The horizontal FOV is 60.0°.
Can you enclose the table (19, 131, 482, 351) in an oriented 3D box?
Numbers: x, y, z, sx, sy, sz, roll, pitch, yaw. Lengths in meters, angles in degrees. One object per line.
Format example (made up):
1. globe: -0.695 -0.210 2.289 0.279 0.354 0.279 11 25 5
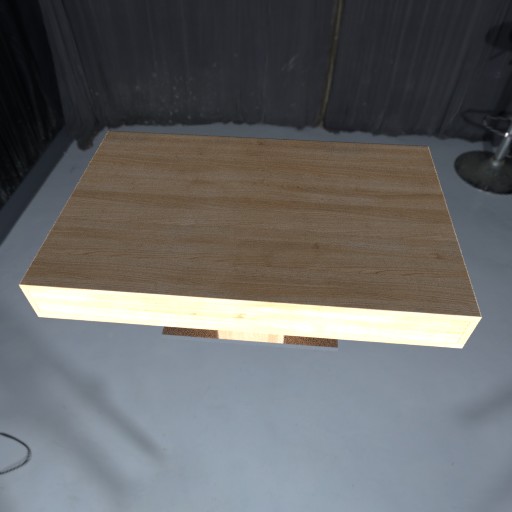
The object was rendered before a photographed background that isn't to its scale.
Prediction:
1. table: 0.000 0.000 1.446 1.100 0.440 0.700 4 47 3
